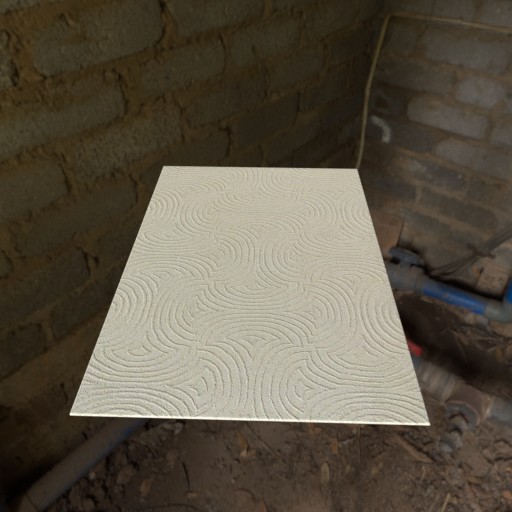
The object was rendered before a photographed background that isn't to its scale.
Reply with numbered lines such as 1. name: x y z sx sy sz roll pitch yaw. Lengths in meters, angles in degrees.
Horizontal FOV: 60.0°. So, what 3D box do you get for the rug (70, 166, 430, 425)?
1. rug: 0.000 0.000 2.681 1.526 0.015 2.132 1 41 1
